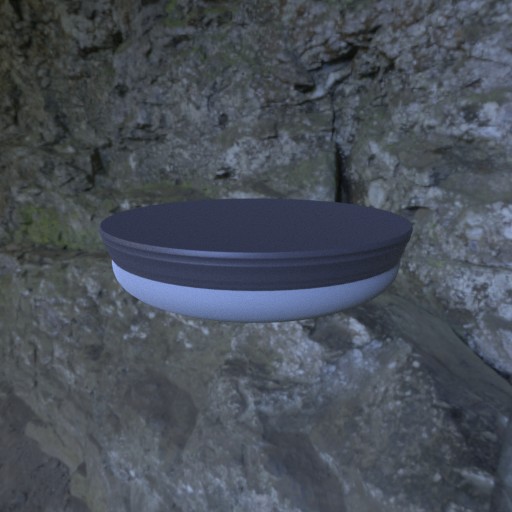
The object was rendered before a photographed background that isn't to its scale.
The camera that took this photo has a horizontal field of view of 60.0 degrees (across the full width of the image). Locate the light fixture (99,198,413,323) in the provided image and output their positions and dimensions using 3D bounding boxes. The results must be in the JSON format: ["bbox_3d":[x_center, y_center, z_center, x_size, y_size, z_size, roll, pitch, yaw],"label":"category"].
[{"bbox_3d":[0.000,0.000,0.561,0.368,0.100,0.368,0,14,0],"label":"light fixture"}]
